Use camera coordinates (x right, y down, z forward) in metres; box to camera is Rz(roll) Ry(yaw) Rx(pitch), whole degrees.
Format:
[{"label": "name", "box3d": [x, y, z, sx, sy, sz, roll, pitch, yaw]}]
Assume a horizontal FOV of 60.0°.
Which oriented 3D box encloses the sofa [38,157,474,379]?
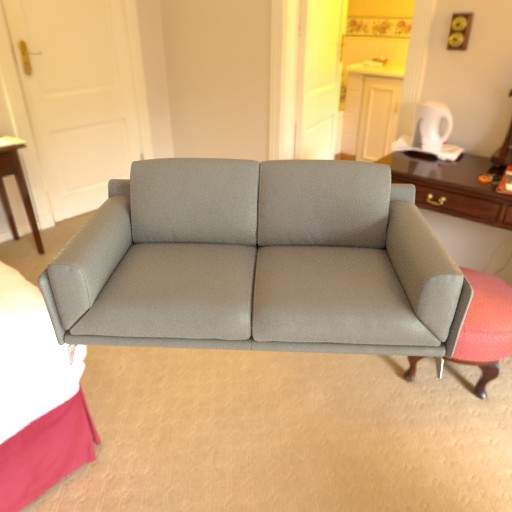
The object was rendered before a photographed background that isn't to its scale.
[{"label": "sofa", "box3d": [0.000, 0.000, 2.603, 2.101, 0.930, 1.049, 1, 29, 2]}]
